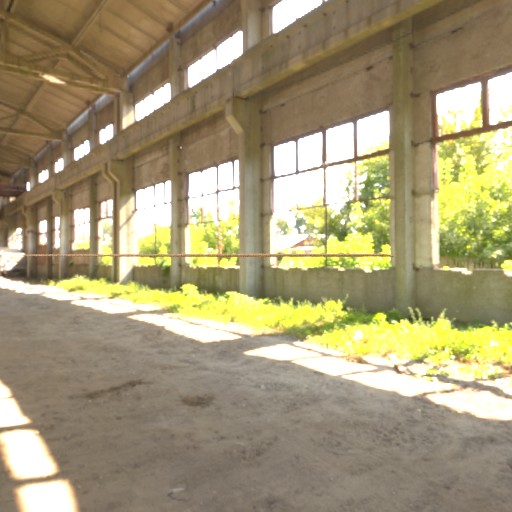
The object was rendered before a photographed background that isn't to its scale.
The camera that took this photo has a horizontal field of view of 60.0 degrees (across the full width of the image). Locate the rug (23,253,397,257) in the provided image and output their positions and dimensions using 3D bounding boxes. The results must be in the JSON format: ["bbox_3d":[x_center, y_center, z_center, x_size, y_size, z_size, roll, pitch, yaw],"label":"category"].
[{"bbox_3d":[0.000,0.000,4.104,2.439,0.013,3.048,0,0,19],"label":"rug"}]
